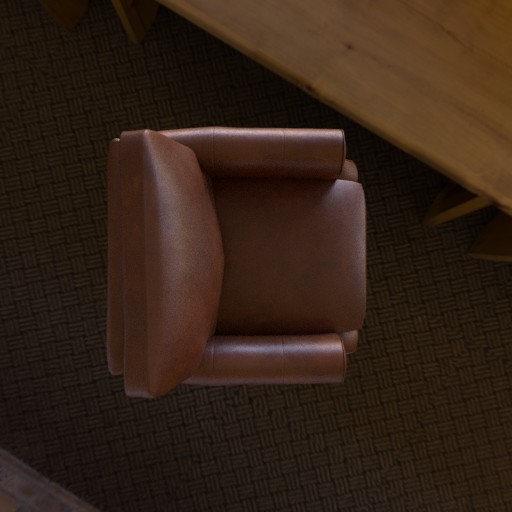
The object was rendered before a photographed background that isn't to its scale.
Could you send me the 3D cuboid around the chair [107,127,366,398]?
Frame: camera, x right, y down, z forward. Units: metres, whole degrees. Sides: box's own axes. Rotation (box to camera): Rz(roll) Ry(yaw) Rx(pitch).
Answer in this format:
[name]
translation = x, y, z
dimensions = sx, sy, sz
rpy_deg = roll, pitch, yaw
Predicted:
[chair]
translation = 0.000, 0.000, 1.786
dimensions = 0.992, 0.972, 0.989
rpy_deg = 0, 89, 0
